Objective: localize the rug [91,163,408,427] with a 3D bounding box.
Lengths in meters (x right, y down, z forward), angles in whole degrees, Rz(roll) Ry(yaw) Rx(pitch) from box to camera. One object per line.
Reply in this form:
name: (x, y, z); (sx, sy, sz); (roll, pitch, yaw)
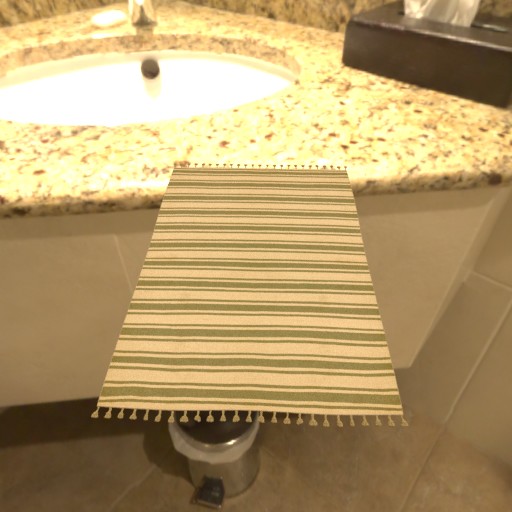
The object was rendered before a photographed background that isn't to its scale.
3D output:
rug: (0.000, 0.000, 3.040); (1.540, 0.018, 2.435); (1, 42, 1)
